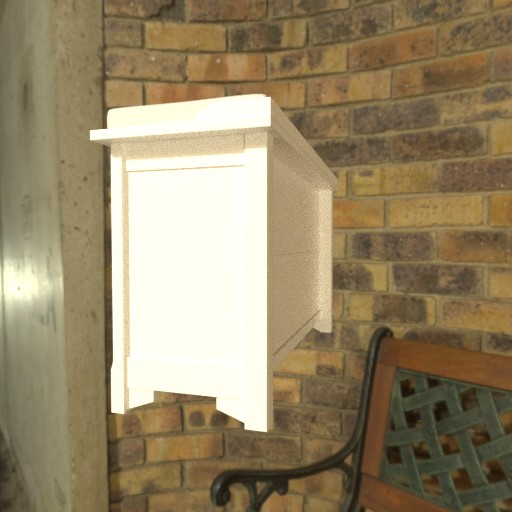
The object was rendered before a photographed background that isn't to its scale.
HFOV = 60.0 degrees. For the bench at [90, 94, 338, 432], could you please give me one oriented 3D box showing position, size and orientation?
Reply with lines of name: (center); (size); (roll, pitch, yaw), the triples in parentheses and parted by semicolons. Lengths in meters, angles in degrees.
bench: (0.000, 0.000, 1.252); (0.346, 0.589, 0.987); (1, 2, 17)
